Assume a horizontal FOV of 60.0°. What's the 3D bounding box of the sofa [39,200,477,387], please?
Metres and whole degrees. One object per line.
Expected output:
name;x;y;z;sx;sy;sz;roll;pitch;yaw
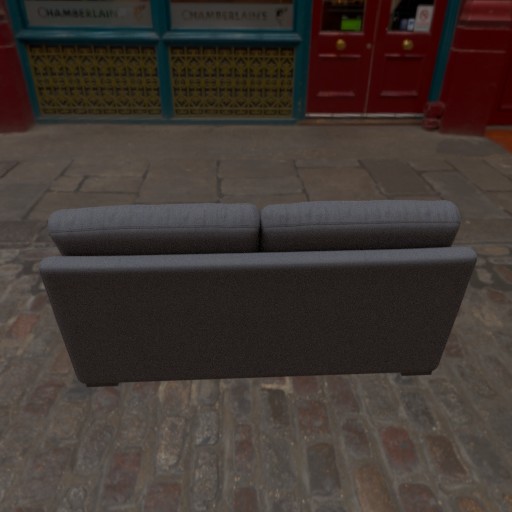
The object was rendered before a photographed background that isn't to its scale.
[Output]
sofa;0.000;0.000;2.436;1.880;0.940;1.143;-1;30;-2
